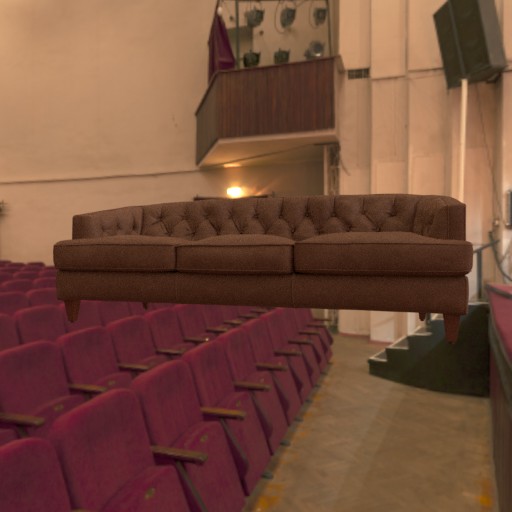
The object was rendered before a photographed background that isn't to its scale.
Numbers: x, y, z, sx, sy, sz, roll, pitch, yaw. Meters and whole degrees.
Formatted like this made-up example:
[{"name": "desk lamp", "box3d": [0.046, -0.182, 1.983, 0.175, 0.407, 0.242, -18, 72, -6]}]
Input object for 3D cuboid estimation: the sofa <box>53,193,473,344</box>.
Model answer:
[{"name": "sofa", "box3d": [0.000, 0.000, 2.632, 2.227, 0.787, 0.927, 0, 0, 17]}]
